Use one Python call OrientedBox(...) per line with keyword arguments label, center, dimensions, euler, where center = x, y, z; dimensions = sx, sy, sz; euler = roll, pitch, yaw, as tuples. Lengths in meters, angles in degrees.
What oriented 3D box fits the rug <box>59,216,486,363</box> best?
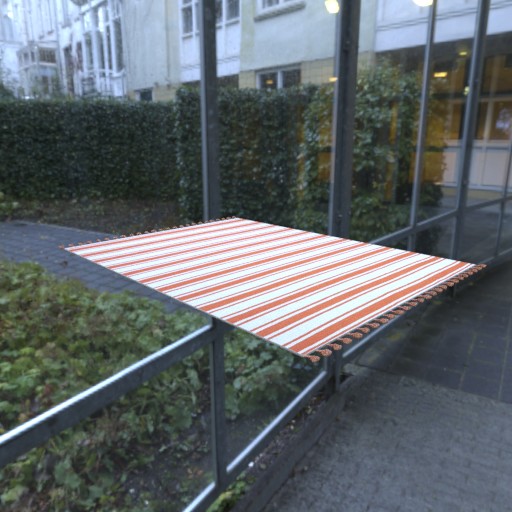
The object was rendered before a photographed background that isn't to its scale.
OrientedBox(label="rug", center=(0.000, 0.000, 4.264), dimensions=(2.451, 0.035, 3.369), euler=(-15, 21, -42))
